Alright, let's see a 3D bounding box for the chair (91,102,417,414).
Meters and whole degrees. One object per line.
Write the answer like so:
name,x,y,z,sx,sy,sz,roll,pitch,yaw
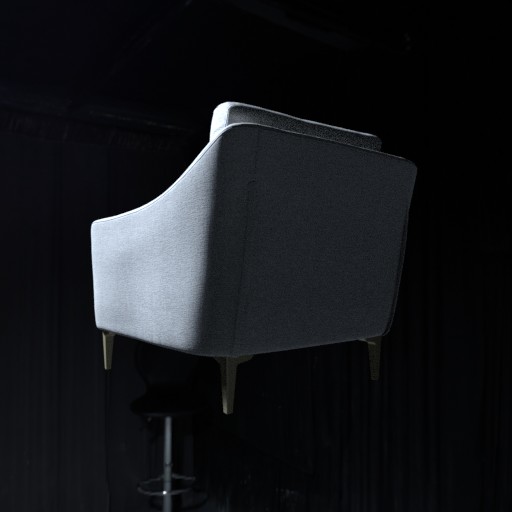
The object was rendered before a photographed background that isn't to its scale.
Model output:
chair,0.000,0.000,1.694,0.986,0.902,0.961,1,-1,-35
